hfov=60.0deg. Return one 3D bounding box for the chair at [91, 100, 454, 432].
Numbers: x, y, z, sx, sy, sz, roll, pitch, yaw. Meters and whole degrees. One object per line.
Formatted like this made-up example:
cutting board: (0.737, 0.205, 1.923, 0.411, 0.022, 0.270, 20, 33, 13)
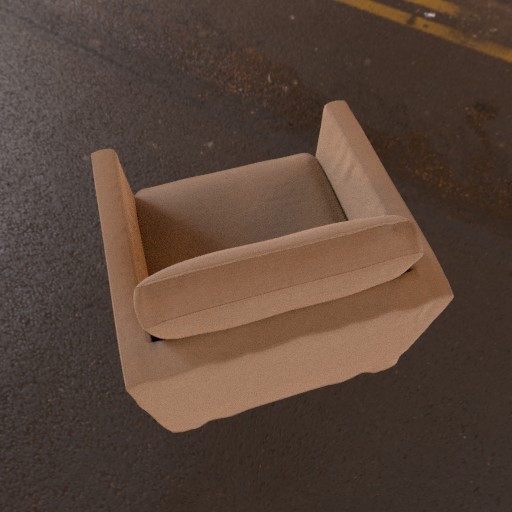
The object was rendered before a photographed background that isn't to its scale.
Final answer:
chair: (0.000, 0.000, 1.734, 1.057, 0.867, 0.949, -14, 61, -8)
